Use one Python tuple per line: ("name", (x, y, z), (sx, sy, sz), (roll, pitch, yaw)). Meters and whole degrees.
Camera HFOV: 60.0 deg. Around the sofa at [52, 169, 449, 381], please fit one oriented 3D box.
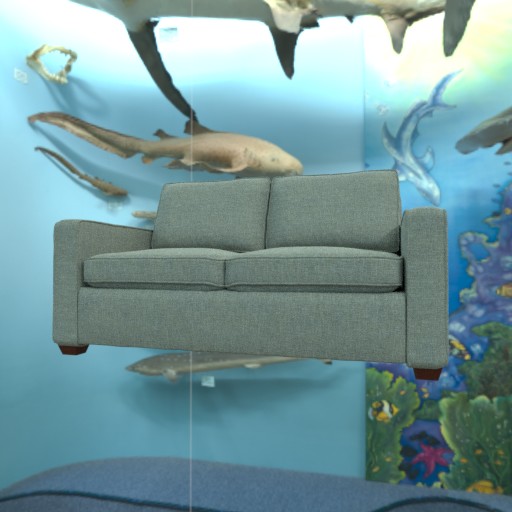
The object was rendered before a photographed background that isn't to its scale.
("sofa", (0.000, 0.000, 2.222), (1.706, 0.915, 0.945), (0, -1, 17))
